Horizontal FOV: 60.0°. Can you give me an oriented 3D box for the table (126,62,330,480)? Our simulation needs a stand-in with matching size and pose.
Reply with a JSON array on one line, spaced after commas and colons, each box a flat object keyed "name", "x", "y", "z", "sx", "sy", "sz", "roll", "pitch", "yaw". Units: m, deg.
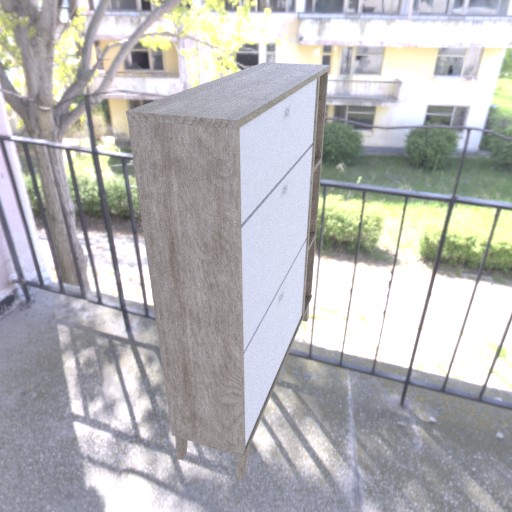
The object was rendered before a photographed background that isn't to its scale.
[{"name": "table", "x": 0.000, "y": 0.000, "z": 1.538, "sx": 0.256, "sy": 1.135, "sz": 0.902, "roll": 10, "pitch": 31, "yaw": 17}]
